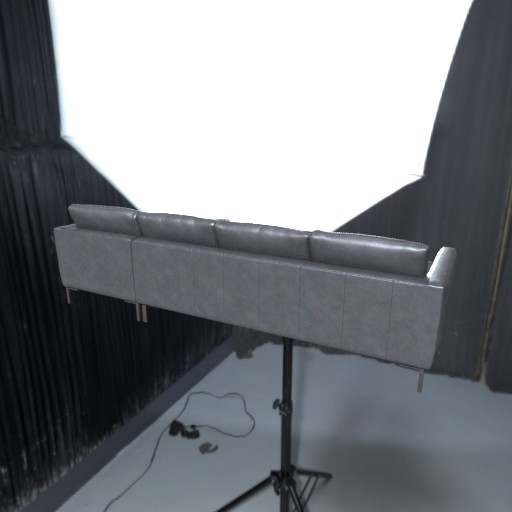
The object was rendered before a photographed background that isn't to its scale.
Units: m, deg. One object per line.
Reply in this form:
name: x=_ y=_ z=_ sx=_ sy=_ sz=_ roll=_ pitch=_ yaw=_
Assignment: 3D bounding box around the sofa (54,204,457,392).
sofa: x=0.000 y=0.000 z=3.642 sx=2.993 sy=0.859 sz=1.471 roll=8 pitch=19 yaw=26
